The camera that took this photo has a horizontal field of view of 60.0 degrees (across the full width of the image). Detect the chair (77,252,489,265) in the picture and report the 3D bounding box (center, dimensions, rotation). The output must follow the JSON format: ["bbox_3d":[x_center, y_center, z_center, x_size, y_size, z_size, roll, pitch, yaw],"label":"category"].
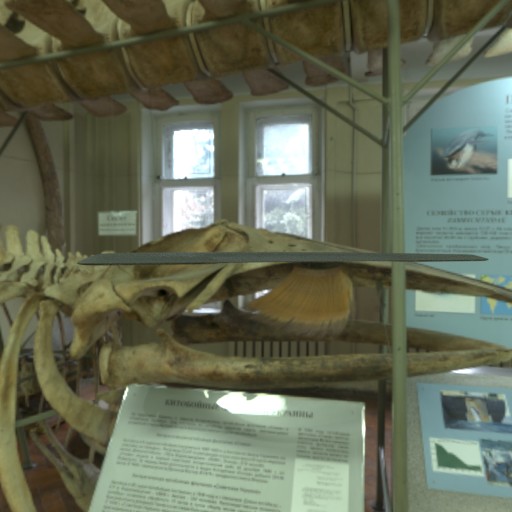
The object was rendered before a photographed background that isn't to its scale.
[{"bbox_3d":[0.000,0.000,1.916,1.372,0.024,1.219,0,1,-18],"label":"chair"}]
